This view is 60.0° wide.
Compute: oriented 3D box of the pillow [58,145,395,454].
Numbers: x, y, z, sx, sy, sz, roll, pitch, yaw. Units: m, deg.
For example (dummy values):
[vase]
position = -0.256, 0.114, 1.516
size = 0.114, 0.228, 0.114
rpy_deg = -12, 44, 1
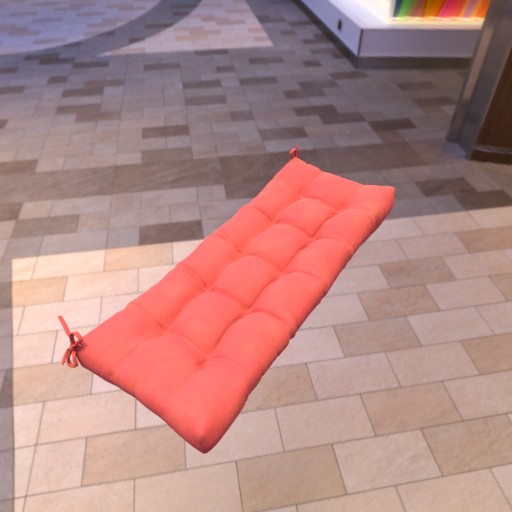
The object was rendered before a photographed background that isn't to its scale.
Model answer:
[pillow]
position = 0.000, 0.000, 1.398
size = 0.511, 0.174, 1.194
rpy_deg = 25, 48, 24
